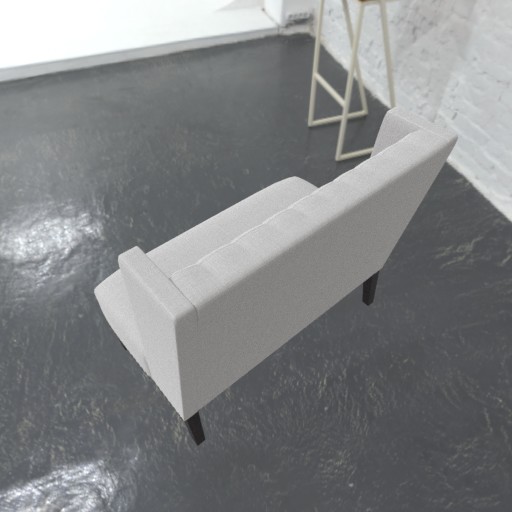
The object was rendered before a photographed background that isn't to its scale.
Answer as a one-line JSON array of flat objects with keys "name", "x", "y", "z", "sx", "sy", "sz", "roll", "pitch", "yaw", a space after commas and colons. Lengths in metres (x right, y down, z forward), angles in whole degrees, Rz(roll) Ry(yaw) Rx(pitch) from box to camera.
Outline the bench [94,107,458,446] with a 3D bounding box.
[{"name": "bench", "x": 0.000, "y": 0.000, "z": 1.978, "sx": 1.280, "sy": 1.123, "sz": 0.847, "roll": -32, "pitch": 55, "yaw": -26}]
